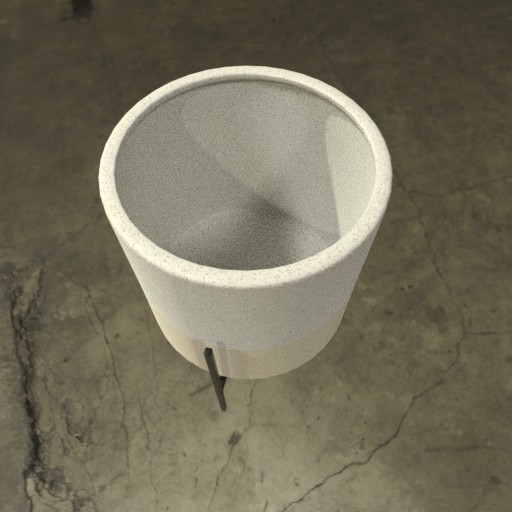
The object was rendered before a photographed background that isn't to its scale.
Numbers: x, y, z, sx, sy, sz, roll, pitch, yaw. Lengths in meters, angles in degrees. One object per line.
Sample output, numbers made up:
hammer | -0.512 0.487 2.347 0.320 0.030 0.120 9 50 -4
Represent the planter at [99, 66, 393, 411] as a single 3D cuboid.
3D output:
planter | 0.000 0.000 0.652 0.335 0.423 0.313 -14 60 -8
